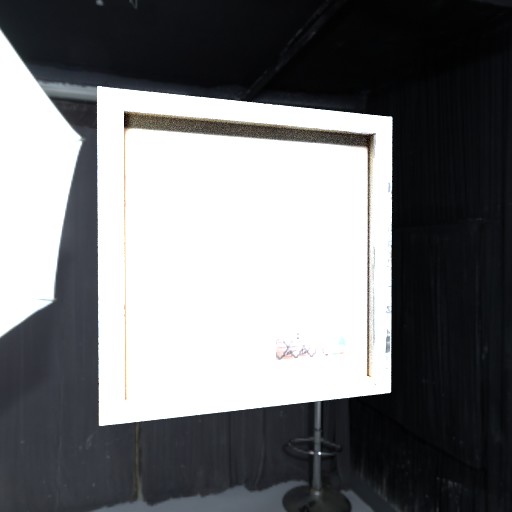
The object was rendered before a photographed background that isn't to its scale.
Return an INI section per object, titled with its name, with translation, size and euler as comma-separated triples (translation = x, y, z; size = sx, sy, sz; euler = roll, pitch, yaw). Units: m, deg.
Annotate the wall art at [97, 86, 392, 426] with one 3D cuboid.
[wall art]
translation = 0.000, 0.000, 0.614
size = 0.411, 0.410, 0.038
euler = 0, 1, -18
